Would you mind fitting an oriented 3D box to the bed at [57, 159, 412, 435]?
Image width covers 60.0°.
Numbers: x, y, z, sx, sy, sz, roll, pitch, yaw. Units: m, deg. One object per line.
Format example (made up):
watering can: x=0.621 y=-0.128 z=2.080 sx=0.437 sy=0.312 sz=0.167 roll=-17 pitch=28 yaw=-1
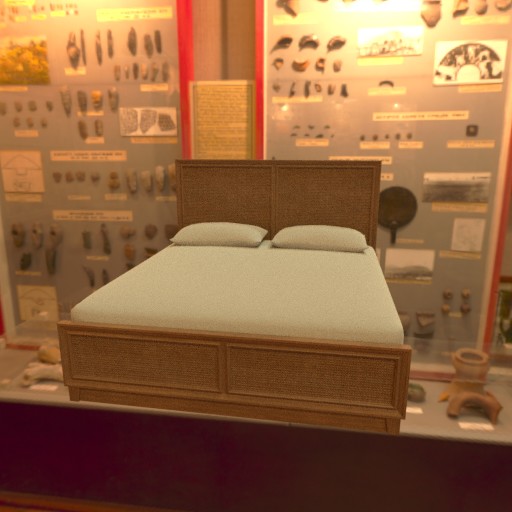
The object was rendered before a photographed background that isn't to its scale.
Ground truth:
bed: x=0.000 y=0.000 z=3.442 sx=2.003 sy=1.387 sz=2.184 roll=2 pitch=14 yaw=9
